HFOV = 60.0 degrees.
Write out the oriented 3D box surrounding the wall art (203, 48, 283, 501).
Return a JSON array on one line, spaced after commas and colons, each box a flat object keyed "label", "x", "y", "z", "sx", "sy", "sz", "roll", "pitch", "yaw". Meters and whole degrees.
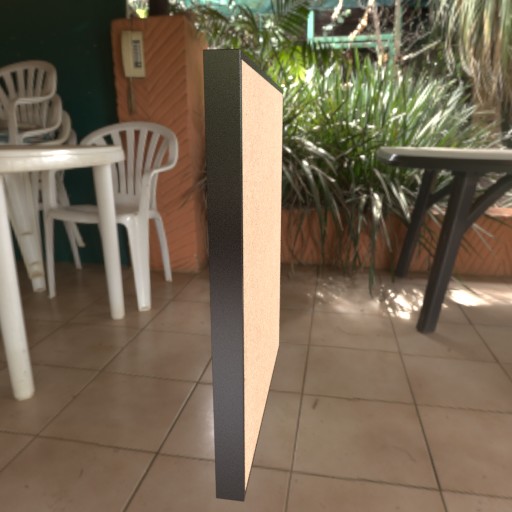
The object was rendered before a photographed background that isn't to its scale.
[{"label": "wall art", "x": 0.000, "y": 0.000, "z": 0.729, "sx": 0.038, "sy": 0.551, "sz": 0.448, "roll": 2, "pitch": 16, "yaw": 9}]
